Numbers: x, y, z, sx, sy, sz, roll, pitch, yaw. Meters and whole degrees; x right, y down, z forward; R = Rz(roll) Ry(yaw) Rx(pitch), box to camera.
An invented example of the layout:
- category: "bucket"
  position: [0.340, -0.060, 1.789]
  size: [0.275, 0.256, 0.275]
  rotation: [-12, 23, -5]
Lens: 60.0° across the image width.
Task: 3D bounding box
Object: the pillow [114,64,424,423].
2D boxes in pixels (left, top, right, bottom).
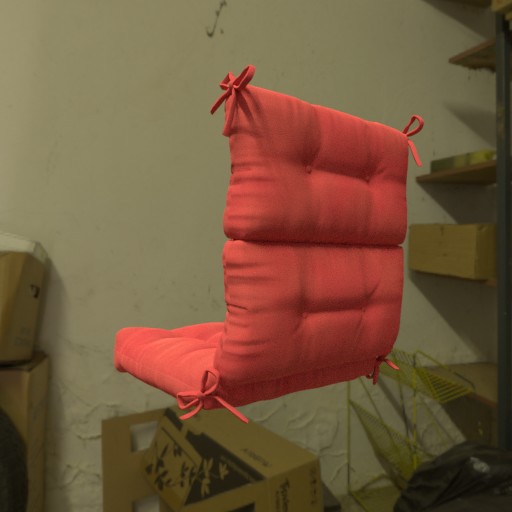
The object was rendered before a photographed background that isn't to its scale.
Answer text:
- category: "pillow"
  position: [0.000, 0.000, 1.017]
  size: [0.519, 0.605, 0.571]
  rotation: [1, -1, -38]
